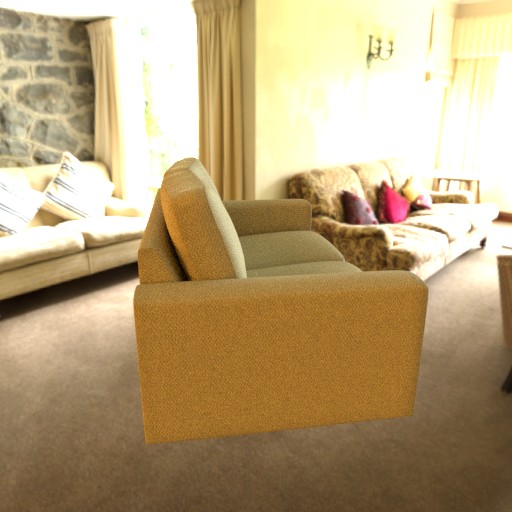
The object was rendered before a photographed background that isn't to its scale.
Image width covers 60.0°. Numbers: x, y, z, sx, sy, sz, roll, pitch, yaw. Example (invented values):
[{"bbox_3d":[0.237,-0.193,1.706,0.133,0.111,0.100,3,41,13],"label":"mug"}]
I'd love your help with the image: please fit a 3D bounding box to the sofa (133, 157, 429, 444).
[{"bbox_3d":[0.000,0.000,2.209,1.016,0.873,1.616,-3,18,-9],"label":"sofa"}]
